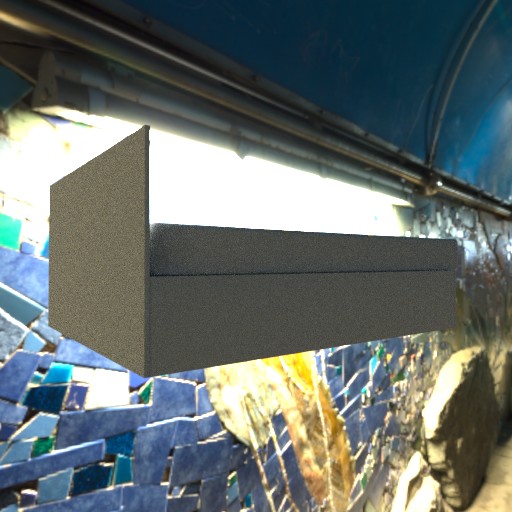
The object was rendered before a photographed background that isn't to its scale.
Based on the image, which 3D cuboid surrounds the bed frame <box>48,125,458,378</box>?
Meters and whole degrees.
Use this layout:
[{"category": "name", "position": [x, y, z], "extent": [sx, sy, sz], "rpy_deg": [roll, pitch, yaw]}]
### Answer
[{"category": "bed frame", "position": [0.000, 0.000, 2.522], "extent": [1.900, 0.800, 1.400], "rpy_deg": [1, -1, -36]}]
